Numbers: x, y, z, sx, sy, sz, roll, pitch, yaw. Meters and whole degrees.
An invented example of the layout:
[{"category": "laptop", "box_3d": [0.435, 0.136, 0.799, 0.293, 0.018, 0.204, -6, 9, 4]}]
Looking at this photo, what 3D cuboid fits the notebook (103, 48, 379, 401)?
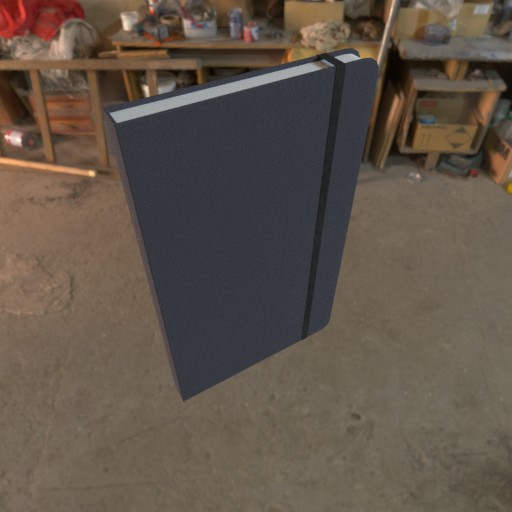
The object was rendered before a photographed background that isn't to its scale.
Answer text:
[{"category": "notebook", "box_3d": [0.000, 0.000, 0.262, 0.127, 0.213, 0.016, -23, 50, -21]}]
